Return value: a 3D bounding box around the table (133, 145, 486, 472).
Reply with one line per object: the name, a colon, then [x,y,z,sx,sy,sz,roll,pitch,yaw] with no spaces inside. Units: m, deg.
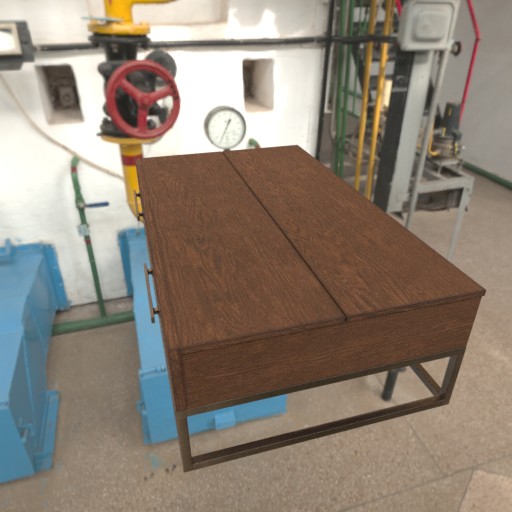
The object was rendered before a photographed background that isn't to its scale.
table: [0.000,0.000,1.465,0.719,0.361,1.167,-8,31,-14]
